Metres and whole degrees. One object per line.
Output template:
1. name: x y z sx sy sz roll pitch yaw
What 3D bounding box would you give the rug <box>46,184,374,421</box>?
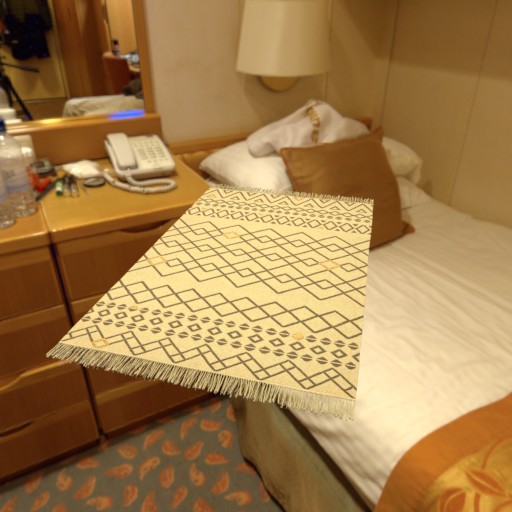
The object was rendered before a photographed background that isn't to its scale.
1. rug: 0.000 0.000 3.029 1.495 0.035 2.472 8 31 13
